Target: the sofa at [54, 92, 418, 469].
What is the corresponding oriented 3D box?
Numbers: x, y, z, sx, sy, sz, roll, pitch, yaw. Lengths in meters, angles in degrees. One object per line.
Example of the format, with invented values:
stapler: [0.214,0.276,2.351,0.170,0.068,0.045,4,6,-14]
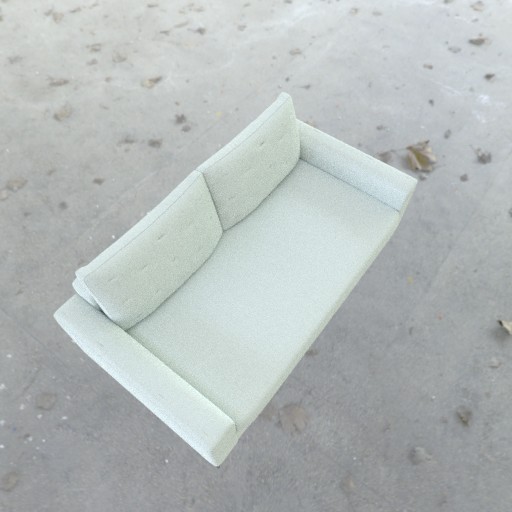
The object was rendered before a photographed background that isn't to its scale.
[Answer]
sofa: [0.000,0.000,2.162,0.920,0.790,1.650,33,63,19]
